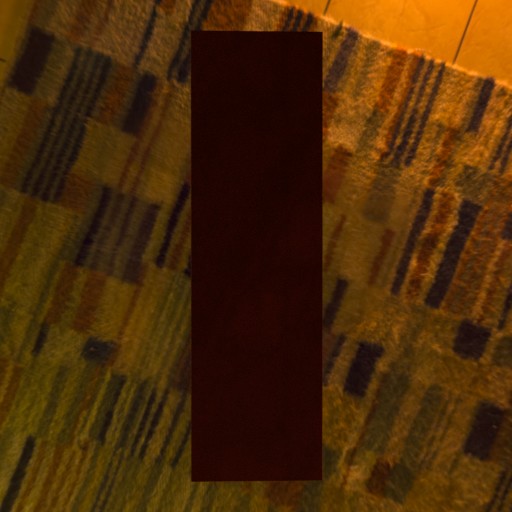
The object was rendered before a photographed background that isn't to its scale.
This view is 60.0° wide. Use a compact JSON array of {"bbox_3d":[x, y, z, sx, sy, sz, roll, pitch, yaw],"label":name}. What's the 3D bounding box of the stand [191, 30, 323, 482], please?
[{"bbox_3d":[0.000,0.000,1.774,0.410,0.872,1.362,0,90,-1],"label":"stand"}]
